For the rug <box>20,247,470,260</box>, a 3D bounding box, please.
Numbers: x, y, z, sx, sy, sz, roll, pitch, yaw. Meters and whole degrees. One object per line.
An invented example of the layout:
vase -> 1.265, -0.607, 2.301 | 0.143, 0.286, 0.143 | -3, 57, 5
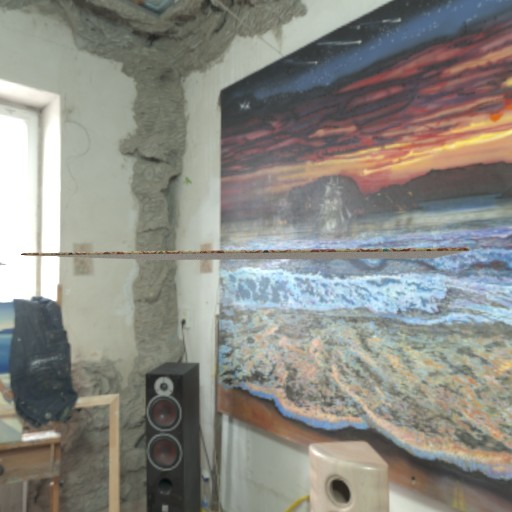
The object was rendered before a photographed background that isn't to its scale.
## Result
rug -> 0.000, 0.000, 2.296 | 1.838, 0.013, 1.226 | 0, -2, 17
